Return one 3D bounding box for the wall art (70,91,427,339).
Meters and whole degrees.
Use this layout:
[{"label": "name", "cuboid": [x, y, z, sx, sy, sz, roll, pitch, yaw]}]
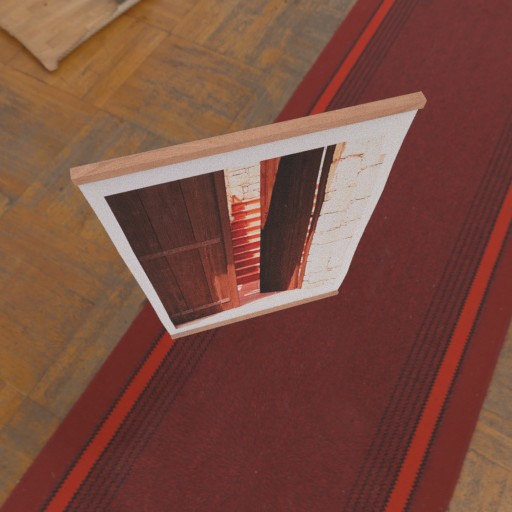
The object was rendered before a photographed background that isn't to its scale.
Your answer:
[{"label": "wall art", "cuboid": [0.000, 0.000, 0.630, 0.332, 0.508, 0.012, -14, 65, -7]}]
